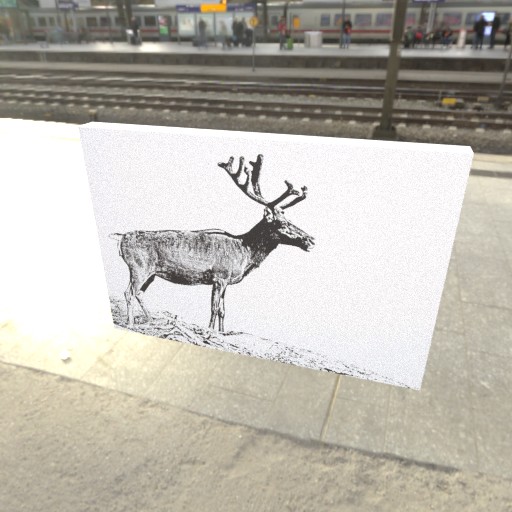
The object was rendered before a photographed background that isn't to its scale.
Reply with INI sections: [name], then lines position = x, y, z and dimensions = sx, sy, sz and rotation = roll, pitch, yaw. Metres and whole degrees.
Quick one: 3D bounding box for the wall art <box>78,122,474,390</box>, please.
[wall art]
position = 0.000, 0.000, 0.771
dimensions = 0.608, 0.414, 0.042
rotation = 8, 28, 15
